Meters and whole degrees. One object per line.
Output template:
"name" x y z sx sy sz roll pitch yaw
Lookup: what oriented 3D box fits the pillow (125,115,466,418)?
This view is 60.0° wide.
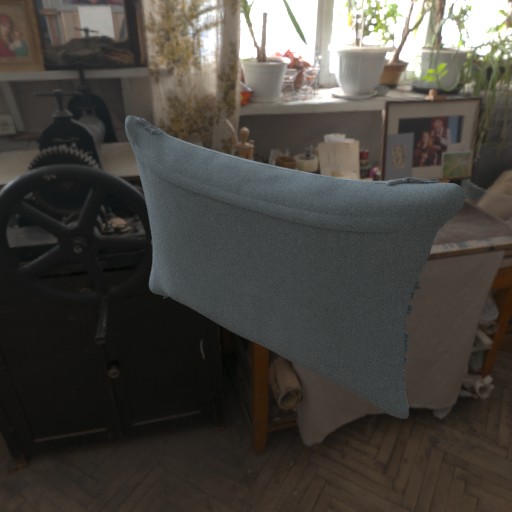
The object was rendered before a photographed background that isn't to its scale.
"pillow" 0.000 0.000 0.584 0.466 0.305 0.084 21 36 31
